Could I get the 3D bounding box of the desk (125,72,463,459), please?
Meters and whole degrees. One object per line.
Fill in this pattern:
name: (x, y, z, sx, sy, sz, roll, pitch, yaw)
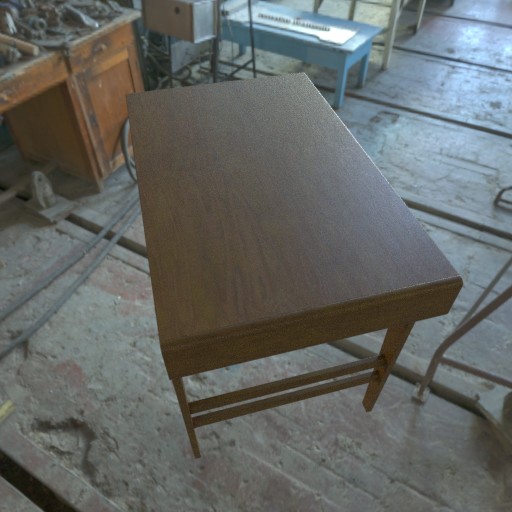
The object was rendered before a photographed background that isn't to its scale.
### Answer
desk: (0.000, 0.000, 1.527, 0.660, 0.754, 1.066, -11, 48, -10)
